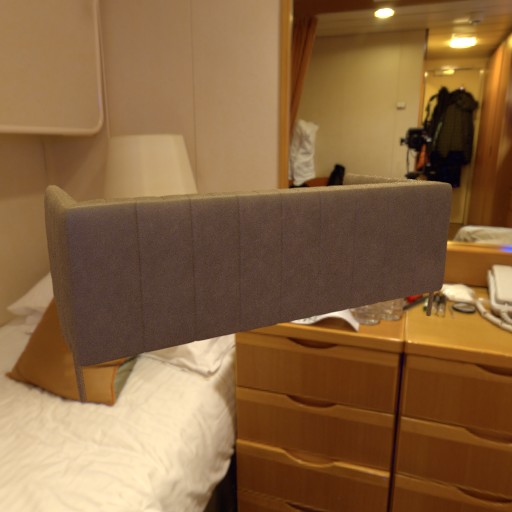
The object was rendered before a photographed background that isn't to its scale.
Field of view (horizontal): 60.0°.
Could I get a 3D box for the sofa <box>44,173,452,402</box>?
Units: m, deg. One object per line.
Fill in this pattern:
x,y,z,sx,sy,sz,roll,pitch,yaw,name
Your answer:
0.000,0.000,2.359,1.980,0.779,0.876,-7,16,-27,sofa
